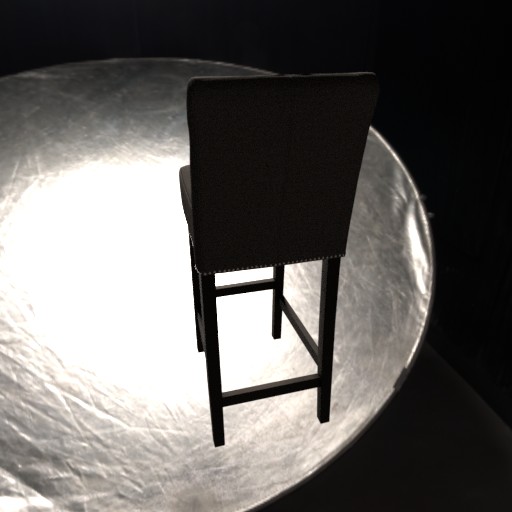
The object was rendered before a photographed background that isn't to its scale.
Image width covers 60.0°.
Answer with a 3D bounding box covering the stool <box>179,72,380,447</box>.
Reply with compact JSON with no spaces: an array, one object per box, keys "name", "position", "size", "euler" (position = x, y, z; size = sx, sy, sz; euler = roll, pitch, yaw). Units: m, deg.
[{"name":"stool","position":[0.000,0.000,1.325],"size":[0.411,1.047,0.548],"euler":[-7,28,-14]}]
